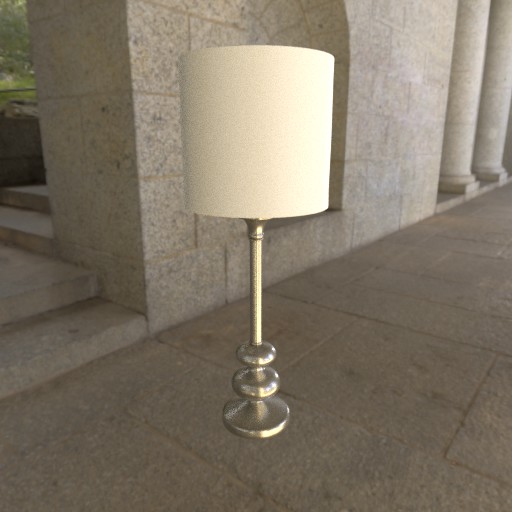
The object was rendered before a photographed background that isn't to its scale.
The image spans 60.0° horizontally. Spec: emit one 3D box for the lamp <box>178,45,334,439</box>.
[{"bbox_3d":[0.000,0.000,0.815,0.254,0.690,0.254,2,15,8],"label":"lamp"}]
